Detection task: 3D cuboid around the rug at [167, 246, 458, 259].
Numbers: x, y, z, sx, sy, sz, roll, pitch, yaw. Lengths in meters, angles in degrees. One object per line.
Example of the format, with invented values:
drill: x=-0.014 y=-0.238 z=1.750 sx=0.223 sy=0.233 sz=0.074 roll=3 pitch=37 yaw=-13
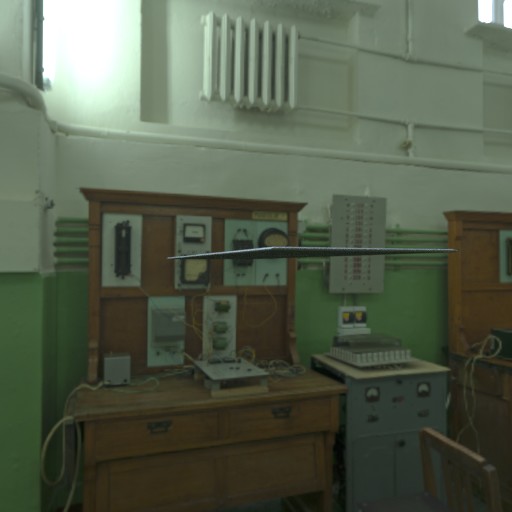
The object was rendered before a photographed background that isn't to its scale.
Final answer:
rug: x=0.000 y=0.000 z=2.397 sx=0.662 sy=0.011 sz=2.196 roll=0 pitch=-1 yaw=-19
